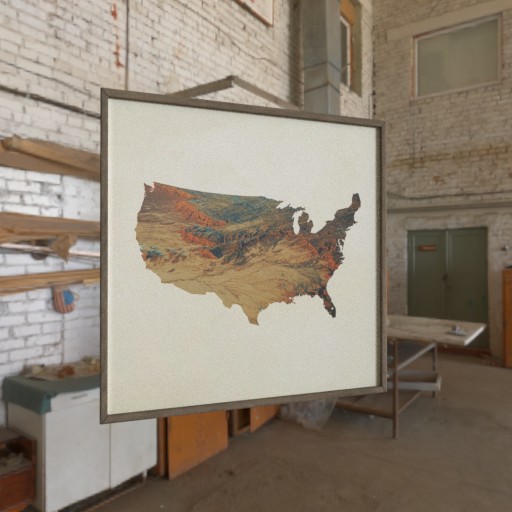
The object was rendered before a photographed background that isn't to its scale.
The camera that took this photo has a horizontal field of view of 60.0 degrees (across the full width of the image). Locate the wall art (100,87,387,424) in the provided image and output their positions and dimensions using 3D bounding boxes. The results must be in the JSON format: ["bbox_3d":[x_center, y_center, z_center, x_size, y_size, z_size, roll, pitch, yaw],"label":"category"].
[{"bbox_3d":[0.000,0.000,1.129,0.749,0.751,0.050,0,0,-19],"label":"wall art"}]
